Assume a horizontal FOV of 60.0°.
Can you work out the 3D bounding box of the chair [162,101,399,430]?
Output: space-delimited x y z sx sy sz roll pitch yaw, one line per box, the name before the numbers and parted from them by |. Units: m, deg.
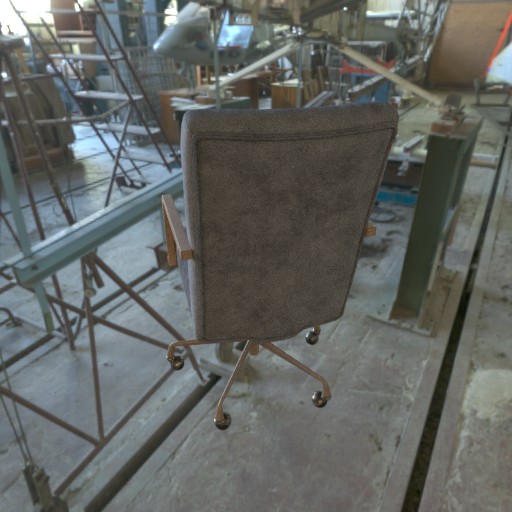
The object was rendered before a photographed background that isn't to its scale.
chair | 0.000 0.000 1.455 0.640 1.029 0.741 -7 28 -14
